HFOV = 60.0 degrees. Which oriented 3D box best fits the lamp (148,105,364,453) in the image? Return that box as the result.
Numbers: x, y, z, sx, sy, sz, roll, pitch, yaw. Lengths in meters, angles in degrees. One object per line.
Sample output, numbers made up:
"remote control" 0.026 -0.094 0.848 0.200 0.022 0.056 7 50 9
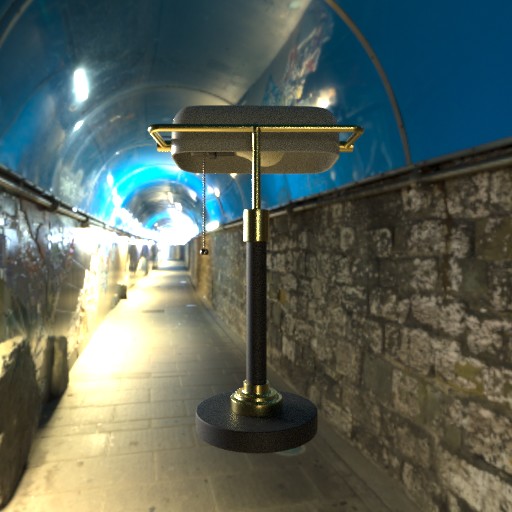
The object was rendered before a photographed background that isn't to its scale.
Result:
"lamp" 0.000 0.000 0.566 0.269 0.404 0.227 0 1 -1
